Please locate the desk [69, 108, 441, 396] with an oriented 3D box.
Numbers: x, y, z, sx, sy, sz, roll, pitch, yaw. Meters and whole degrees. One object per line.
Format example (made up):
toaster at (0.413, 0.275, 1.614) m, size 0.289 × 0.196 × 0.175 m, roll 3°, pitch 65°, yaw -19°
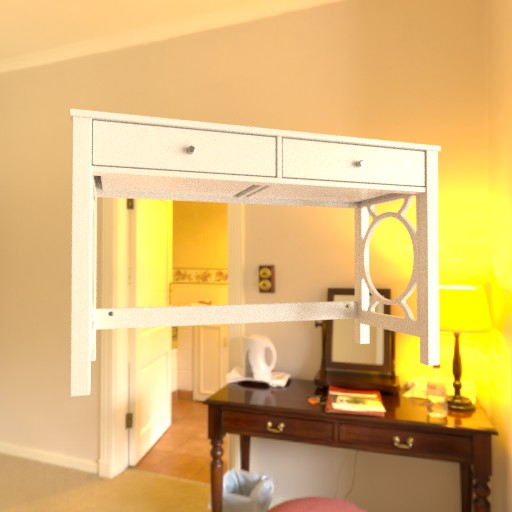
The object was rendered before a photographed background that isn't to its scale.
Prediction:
desk at (0.000, 0.000, 1.574) m, size 1.191 × 0.762 × 0.504 m, roll 0°, pitch -1°, yaw -18°
